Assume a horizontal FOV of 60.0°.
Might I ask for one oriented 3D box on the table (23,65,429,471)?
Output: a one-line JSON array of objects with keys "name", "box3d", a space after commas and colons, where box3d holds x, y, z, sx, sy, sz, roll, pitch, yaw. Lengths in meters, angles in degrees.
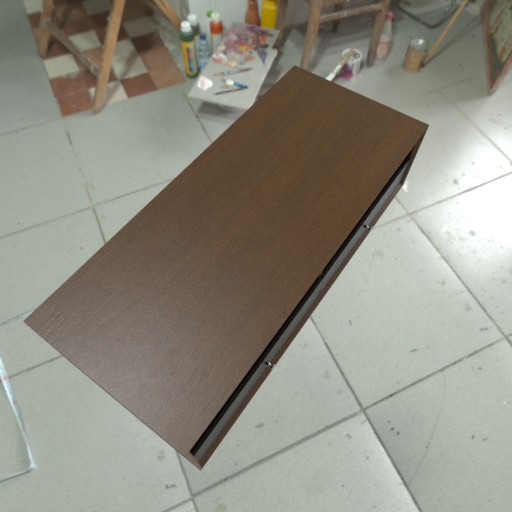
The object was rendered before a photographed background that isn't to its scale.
[{"name": "table", "box3d": [0.000, 0.000, 1.358, 0.490, 0.464, 1.119, 32, 64, 18]}]
